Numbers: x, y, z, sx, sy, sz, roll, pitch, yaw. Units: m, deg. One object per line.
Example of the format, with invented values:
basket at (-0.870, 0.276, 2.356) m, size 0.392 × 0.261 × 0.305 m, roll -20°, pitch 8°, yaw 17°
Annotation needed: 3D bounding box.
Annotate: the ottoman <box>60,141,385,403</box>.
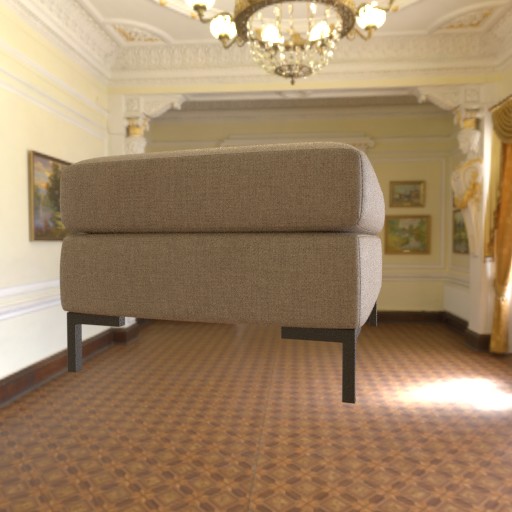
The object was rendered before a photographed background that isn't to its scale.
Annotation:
ottoman at (0.000, 0.000, 1.232) m, size 0.671 × 0.490 × 0.820 m, roll 1°, pitch 2°, yaw 18°
